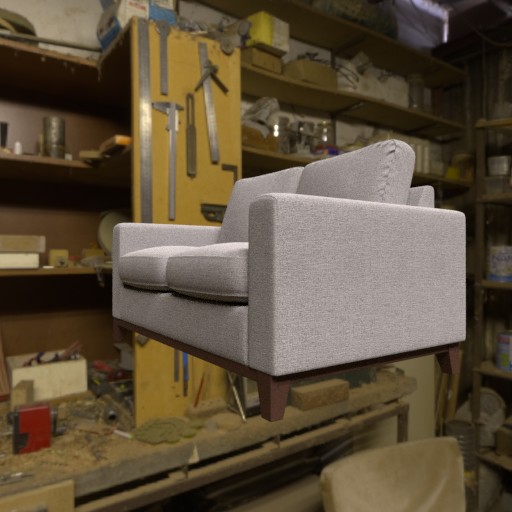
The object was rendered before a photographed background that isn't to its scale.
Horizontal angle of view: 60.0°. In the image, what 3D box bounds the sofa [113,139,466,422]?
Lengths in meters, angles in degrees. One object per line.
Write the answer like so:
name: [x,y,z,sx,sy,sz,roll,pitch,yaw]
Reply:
sofa: [0.000,0.000,1.961,0.917,0.873,1.420,0,0,-34]
